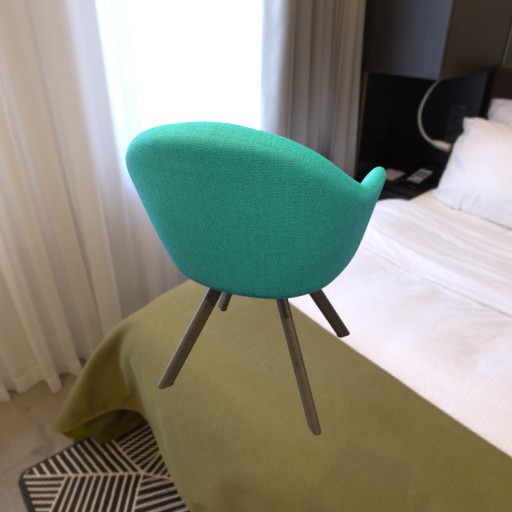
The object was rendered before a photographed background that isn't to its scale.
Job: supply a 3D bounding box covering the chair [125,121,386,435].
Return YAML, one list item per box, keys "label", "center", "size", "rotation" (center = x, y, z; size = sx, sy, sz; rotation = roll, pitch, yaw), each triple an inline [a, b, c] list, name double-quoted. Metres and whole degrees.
- label: "chair"
  center: [0.000, 0.000, 1.188]
  size: [0.590, 0.795, 0.550]
  rotation: [10, 31, 18]
